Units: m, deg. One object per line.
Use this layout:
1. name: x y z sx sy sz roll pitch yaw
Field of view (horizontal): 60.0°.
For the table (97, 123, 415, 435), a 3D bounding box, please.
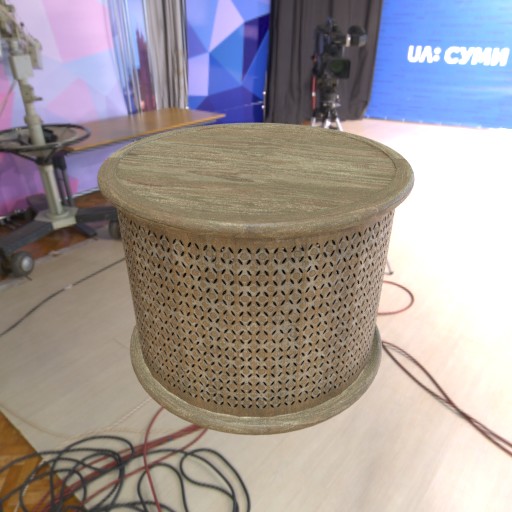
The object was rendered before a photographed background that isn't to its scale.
1. table: 0.000 0.000 0.994 0.607 0.450 0.607 0 30 0
